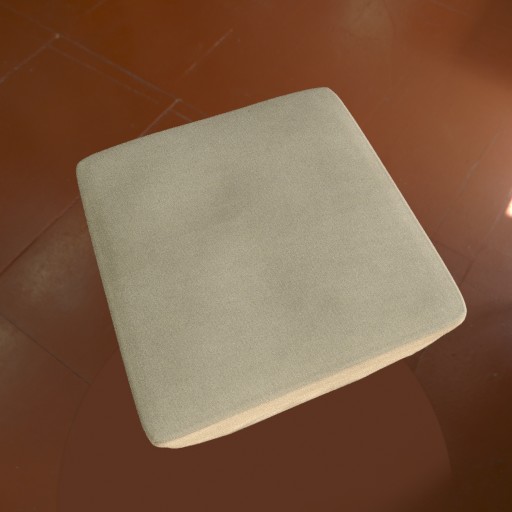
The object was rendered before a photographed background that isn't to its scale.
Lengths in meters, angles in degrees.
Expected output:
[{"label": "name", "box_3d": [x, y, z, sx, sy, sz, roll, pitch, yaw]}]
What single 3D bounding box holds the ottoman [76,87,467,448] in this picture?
[{"label": "ottoman", "box_3d": [0.000, 0.000, 1.326, 0.842, 0.441, 0.843, -19, 66, -9]}]
